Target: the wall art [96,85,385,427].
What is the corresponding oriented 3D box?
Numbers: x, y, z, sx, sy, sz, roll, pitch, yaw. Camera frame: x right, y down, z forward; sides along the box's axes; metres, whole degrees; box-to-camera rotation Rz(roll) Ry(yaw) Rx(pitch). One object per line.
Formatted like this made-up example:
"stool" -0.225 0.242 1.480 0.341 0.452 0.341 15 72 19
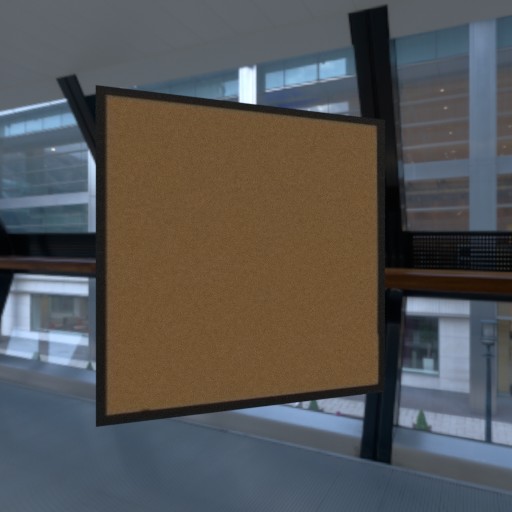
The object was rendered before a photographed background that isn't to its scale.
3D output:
"wall art" 0.000 0.000 1.211 0.823 0.823 0.013 0 0 -19
